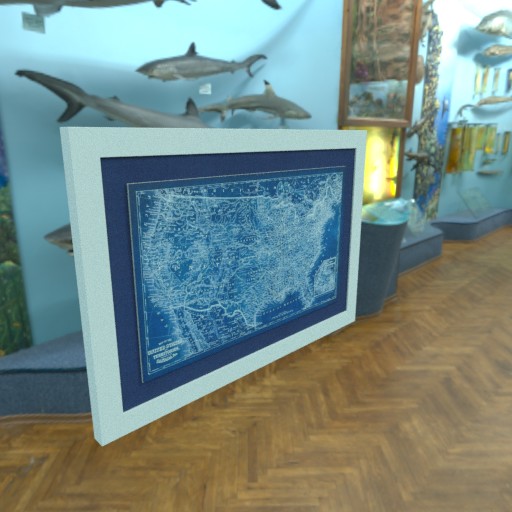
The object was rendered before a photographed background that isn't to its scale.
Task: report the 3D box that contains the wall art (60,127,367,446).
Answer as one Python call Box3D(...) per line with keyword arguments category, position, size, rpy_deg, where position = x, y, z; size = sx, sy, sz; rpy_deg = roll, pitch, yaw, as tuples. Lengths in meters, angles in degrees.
Box3D(category="wall art", position=(0.000, 0.000, 1.640), size=(1.308, 0.902, 0.051), rpy_deg=(-14, 21, -42))
